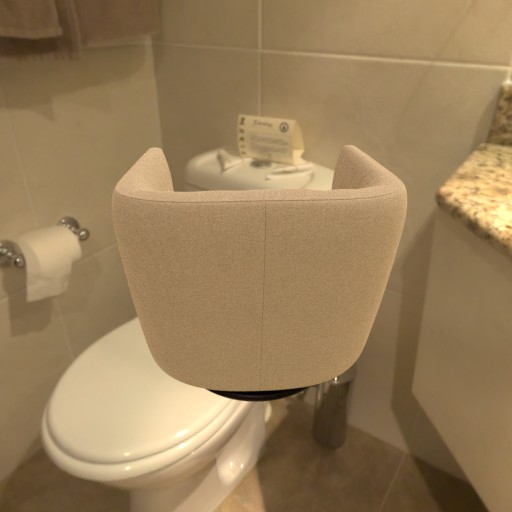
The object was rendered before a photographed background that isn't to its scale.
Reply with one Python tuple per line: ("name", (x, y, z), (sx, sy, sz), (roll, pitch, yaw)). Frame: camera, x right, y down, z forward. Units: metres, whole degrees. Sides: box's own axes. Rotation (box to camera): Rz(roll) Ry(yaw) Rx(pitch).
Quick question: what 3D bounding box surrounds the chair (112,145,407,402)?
("chair", (0.000, 0.000, 1.609), (0.822, 0.861, 0.986), (-1, 30, -2))
